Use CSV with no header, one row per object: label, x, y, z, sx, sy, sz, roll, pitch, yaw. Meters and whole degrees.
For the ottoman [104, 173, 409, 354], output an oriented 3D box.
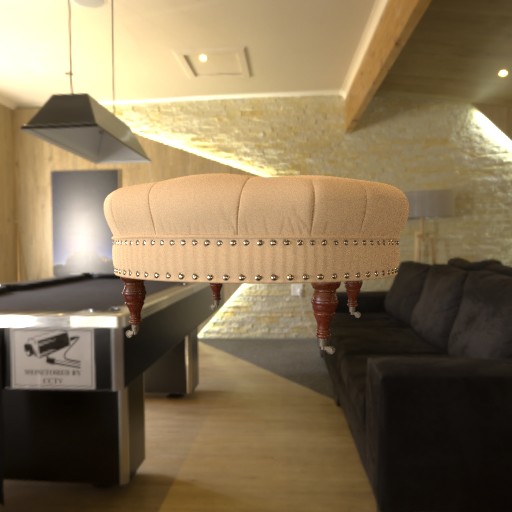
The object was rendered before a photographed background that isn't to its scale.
ottoman,0.000,0.000,1.384,0.901,0.439,0.901,0,2,0
